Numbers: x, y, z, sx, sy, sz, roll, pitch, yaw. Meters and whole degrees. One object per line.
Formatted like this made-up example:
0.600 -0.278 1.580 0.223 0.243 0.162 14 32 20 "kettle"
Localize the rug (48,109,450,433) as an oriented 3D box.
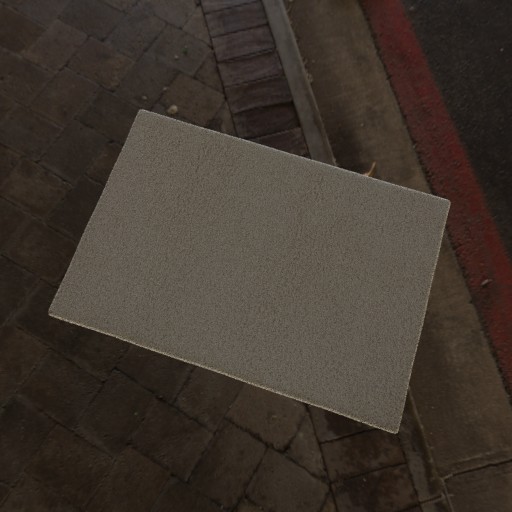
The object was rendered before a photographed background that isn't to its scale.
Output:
0.000 0.000 2.277 1.778 0.030 1.219 18 76 5 "rug"
